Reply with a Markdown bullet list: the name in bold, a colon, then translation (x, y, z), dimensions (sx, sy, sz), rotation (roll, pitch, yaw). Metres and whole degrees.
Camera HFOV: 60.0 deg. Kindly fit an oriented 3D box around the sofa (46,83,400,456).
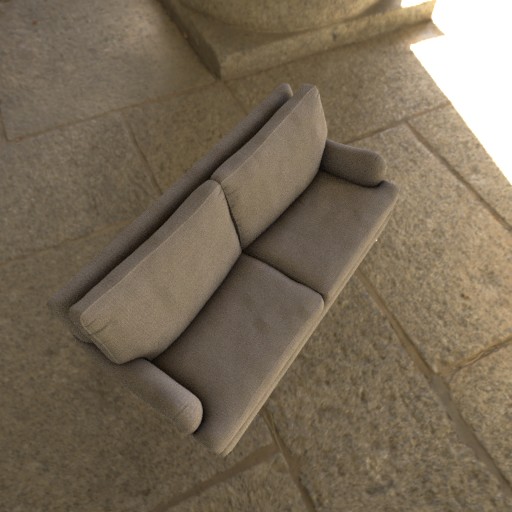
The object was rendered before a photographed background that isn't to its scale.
- **sofa**: translation (0.000, 0.000, 2.836), dimensions (1.069, 1.096, 2.193), rotation (31, 62, 18)
